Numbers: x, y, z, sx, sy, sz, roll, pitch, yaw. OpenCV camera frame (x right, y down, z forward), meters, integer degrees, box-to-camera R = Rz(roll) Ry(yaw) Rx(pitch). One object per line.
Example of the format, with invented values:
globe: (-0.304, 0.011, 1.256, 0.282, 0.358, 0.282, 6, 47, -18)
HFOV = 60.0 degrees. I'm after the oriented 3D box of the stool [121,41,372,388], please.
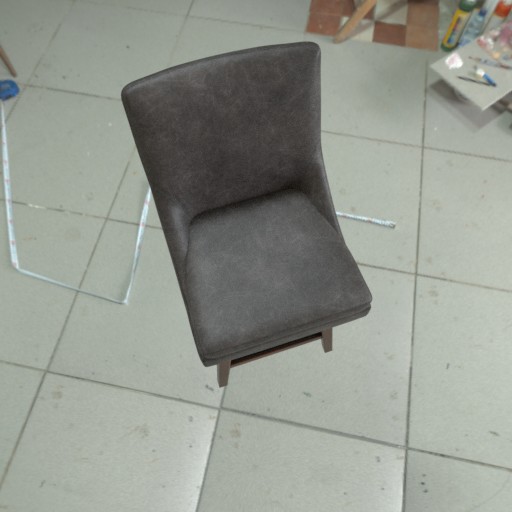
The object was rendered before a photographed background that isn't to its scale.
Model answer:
stool: (0.000, 0.000, 1.374, 0.492, 1.046, 0.587, -16, 66, -8)
